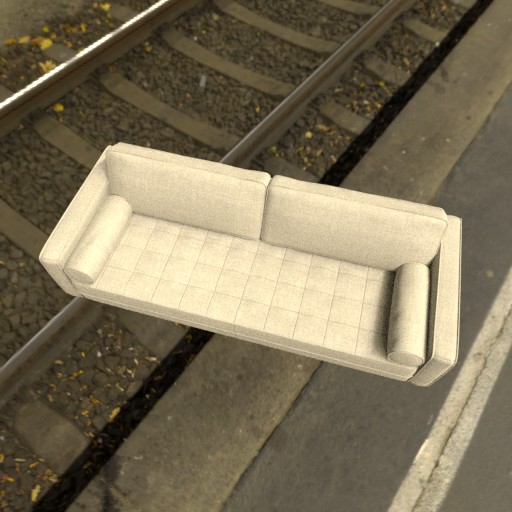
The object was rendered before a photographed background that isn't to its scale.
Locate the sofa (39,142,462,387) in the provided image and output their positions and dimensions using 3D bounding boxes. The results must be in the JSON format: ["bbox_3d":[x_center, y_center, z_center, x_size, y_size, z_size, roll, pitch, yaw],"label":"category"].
[{"bbox_3d":[0.000,0.000,2.596,2.211,0.762,0.914,13,59,8],"label":"sofa"}]
